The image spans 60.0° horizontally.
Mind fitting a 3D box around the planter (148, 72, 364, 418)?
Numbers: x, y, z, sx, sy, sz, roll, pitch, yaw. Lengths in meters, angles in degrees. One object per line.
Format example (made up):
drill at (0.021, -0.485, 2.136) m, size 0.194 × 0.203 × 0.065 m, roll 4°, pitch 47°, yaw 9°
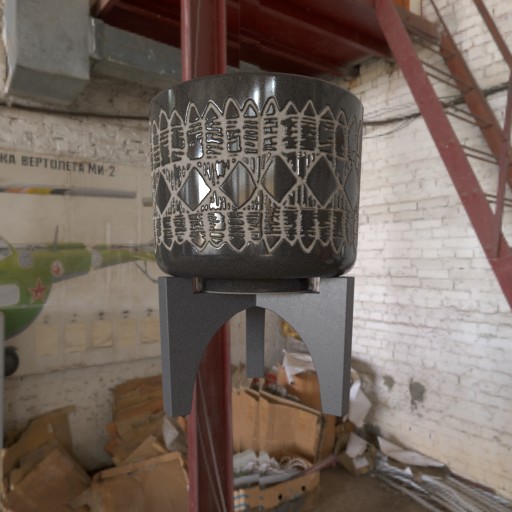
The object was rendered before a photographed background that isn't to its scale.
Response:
planter at (0.000, 0.000, 0.413) m, size 0.196 × 0.264 × 0.196 m, roll 0°, pitch 0°, yaw -1°
